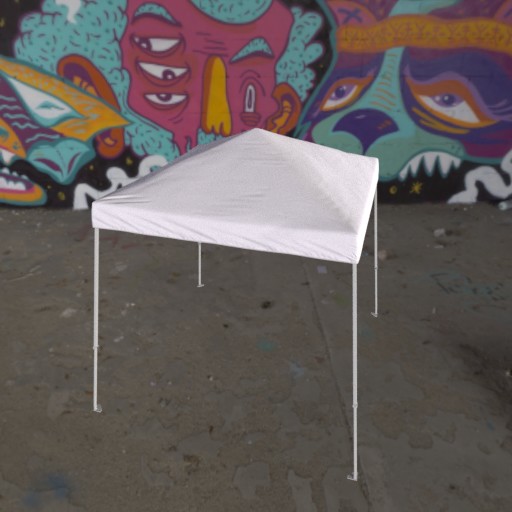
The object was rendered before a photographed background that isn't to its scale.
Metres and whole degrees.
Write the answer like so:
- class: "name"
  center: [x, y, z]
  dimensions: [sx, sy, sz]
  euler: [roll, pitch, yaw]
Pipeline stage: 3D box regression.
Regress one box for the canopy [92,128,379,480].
- class: "canopy"
  center: [0.000, 0.000, 5.046]
  dimensions: [2.850, 2.850, 2.849]
  euler: [8, 28, 15]
